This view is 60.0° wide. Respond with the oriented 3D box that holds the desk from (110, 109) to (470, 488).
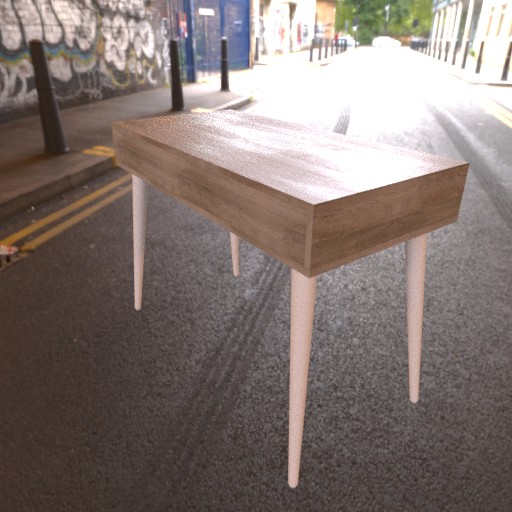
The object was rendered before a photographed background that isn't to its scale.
[{"bbox_3d":[0.000,0.000,1.381,0.491,0.723,0.979,-18,32,-32],"label":"desk"}]
